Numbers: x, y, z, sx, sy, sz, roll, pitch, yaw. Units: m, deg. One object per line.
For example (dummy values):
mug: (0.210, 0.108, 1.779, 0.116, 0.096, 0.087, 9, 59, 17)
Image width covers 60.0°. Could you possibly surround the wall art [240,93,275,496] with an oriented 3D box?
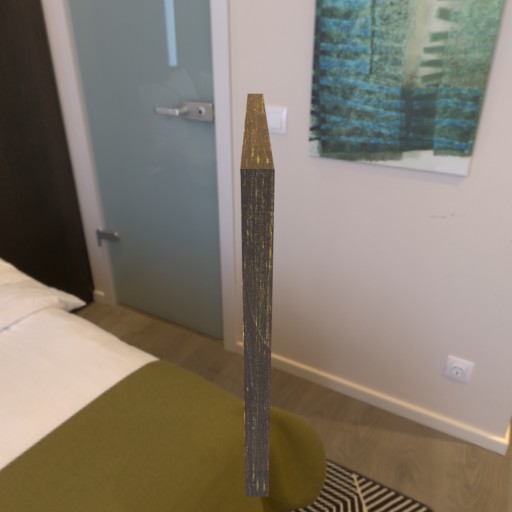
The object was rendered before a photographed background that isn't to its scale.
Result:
wall art: (0.000, 0.000, 0.754, 0.032, 0.457, 0.558, 0, 27, 0)
